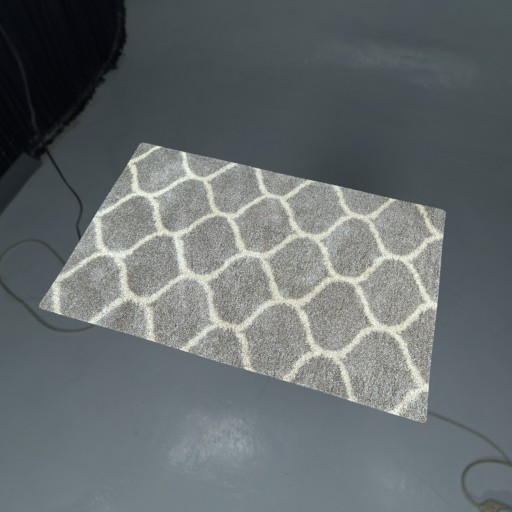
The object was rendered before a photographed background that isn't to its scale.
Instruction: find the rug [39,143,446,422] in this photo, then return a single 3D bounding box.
[{"bbox_3d":[0.000,0.000,2.931,2.348,0.025,1.501,14,59,9],"label":"rug"}]
